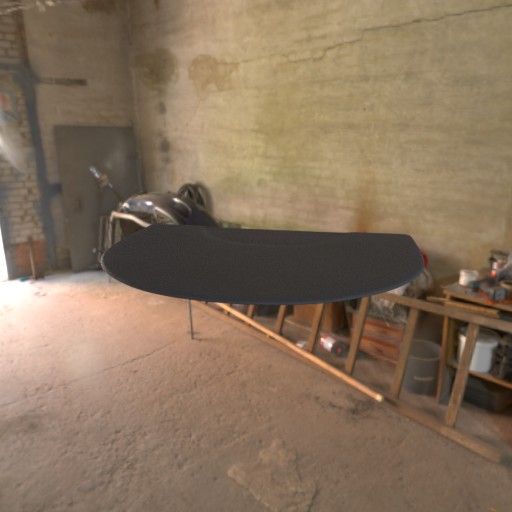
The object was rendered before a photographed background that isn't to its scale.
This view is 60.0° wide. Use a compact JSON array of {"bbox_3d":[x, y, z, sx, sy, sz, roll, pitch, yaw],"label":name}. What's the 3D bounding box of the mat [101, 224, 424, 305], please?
[{"bbox_3d":[0.000,0.000,1.638,1.220,0.016,0.917,3,16,11],"label":"mat"}]
